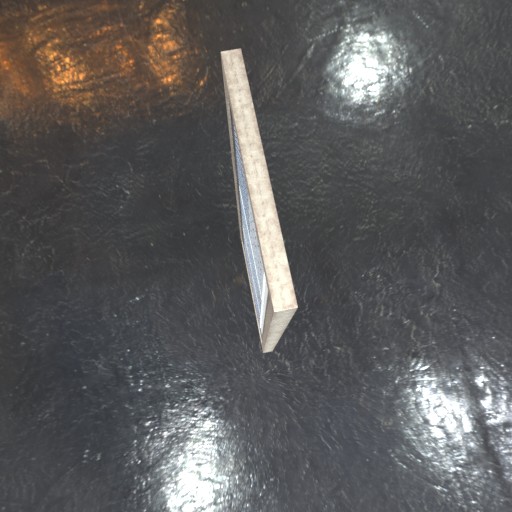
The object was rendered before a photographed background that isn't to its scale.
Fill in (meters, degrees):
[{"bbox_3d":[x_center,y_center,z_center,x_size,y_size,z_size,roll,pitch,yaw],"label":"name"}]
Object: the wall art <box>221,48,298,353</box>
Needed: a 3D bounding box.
[{"bbox_3d":[0.000,0.000,1.698,0.051,1.461,0.648,-11,75,-3],"label":"wall art"}]
